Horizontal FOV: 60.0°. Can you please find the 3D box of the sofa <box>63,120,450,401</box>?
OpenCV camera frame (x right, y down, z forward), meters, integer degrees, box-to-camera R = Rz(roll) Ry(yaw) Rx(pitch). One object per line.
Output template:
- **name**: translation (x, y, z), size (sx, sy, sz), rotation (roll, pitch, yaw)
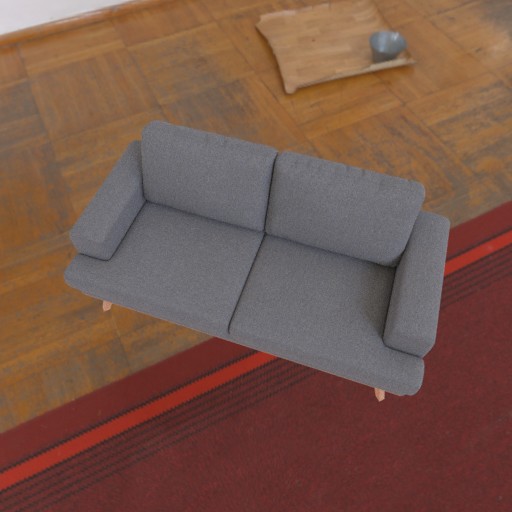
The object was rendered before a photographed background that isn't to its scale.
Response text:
- **sofa**: translation (0.000, 0.000, 2.083), size (1.650, 0.810, 0.785), rotation (16, 59, 10)
